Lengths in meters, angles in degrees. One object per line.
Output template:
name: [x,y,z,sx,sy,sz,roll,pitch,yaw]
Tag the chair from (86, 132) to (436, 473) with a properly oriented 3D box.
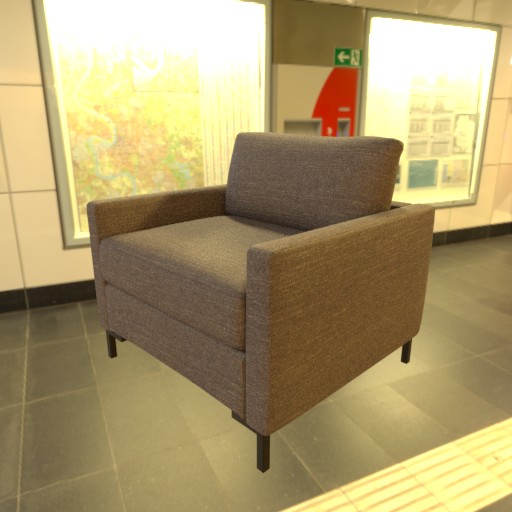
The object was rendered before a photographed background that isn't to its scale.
chair: [0.000,0.000,1.588,0.845,0.841,0.940,-16,23,-42]
